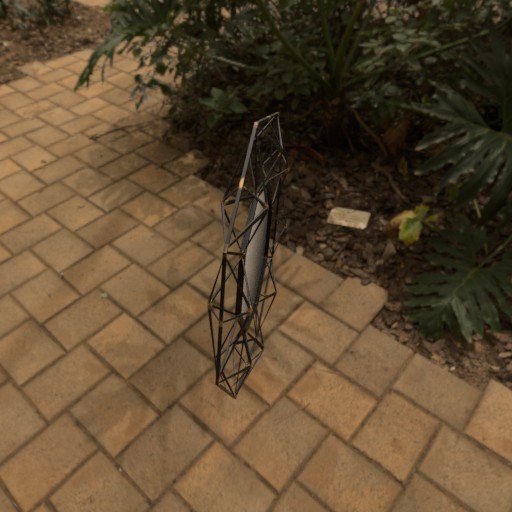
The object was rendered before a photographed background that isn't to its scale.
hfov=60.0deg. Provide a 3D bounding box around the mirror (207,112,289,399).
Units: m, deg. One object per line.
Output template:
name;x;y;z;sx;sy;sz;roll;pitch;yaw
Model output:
mirror;0.000;0.000;1.086;0.094;0.710;0.710;9;45;9
